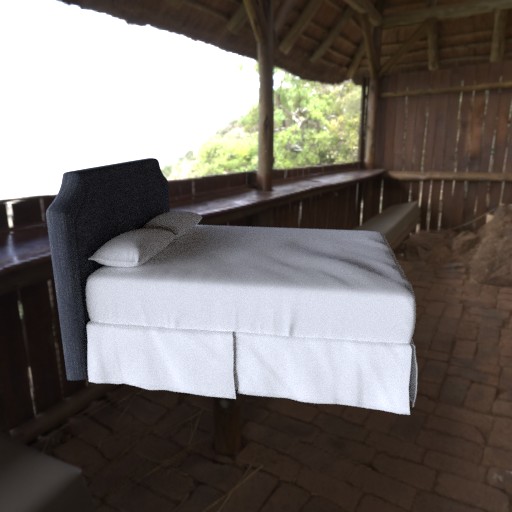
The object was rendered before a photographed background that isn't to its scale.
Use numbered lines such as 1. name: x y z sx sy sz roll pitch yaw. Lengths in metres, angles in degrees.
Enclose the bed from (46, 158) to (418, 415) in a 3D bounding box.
1. bed: 0.000 0.000 3.203 2.116 1.290 1.693 3 16 9
